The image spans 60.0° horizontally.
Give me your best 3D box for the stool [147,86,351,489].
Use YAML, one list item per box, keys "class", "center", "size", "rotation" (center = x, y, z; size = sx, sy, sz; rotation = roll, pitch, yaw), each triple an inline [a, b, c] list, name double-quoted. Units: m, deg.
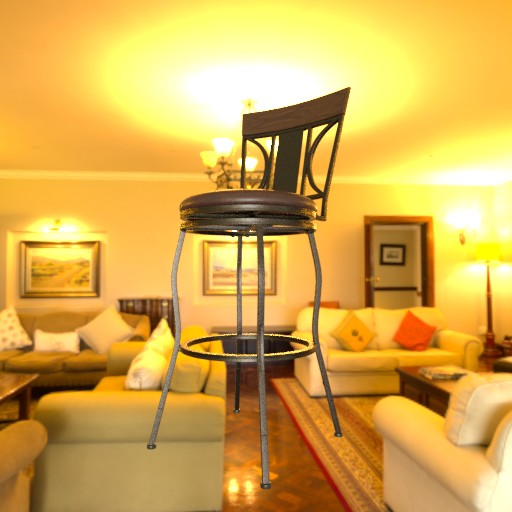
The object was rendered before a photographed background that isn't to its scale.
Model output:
- class: "stool"
  center: [0.000, 0.000, 1.398]
  size: [0.448, 1.130, 0.513]
  rotation: [-1, -2, 36]
